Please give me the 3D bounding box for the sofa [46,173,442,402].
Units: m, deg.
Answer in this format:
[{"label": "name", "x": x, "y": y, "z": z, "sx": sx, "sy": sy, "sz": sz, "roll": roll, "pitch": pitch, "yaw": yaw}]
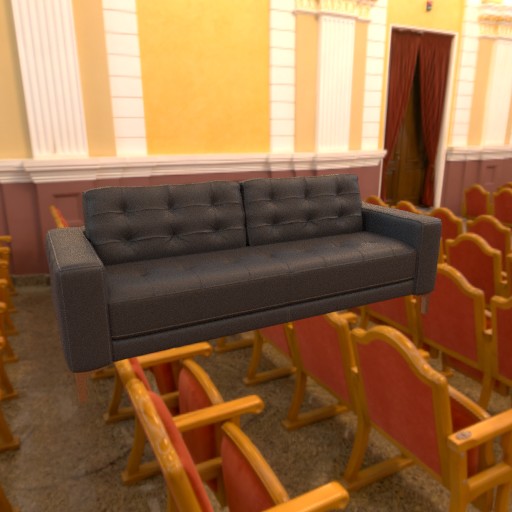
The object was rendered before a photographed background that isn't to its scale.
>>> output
[{"label": "sofa", "x": 0.000, "y": 0.000, "z": 2.693, "sx": 2.275, "sy": 0.893, "sz": 0.833, "roll": -8, "pitch": 18, "yaw": -26}]
